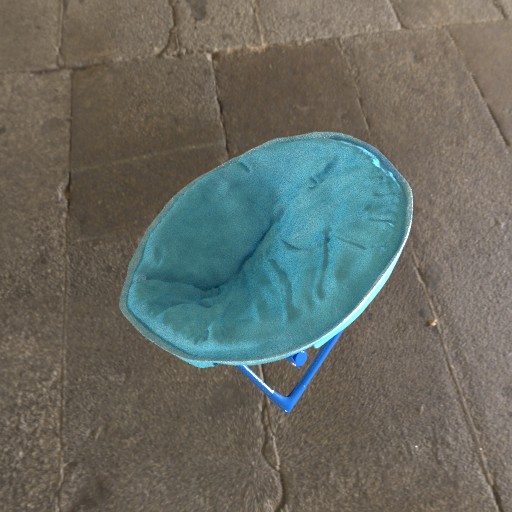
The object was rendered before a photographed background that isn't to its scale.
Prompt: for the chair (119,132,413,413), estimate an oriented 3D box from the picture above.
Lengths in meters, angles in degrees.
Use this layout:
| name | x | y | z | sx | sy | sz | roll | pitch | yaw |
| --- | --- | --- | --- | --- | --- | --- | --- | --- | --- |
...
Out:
| name | x | y | z | sx | sy | sz | roll | pitch | yaw |
| --- | --- | --- | --- | --- | --- | --- | --- | --- | --- |
| chair | 0.000 | 0.000 | 0.880 | 0.465 | 0.478 | 0.520 | 33 | 69 | 15 |
